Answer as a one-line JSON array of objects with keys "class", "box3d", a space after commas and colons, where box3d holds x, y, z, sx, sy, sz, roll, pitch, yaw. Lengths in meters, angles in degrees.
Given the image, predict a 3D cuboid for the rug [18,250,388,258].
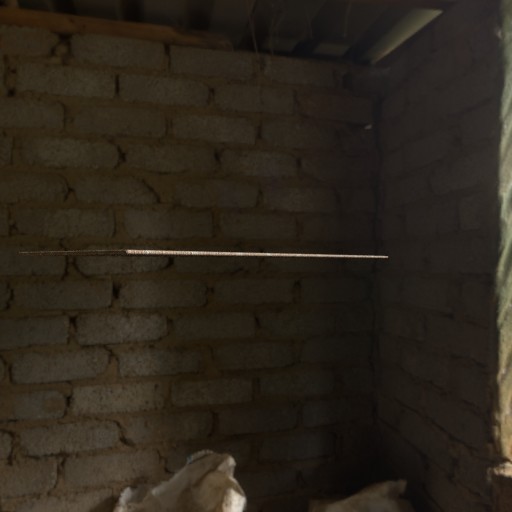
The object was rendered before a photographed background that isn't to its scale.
[{"class": "rug", "box3d": [0.000, 0.000, 2.493, 0.691, 0.013, 2.289, 0, -1, 36]}]
